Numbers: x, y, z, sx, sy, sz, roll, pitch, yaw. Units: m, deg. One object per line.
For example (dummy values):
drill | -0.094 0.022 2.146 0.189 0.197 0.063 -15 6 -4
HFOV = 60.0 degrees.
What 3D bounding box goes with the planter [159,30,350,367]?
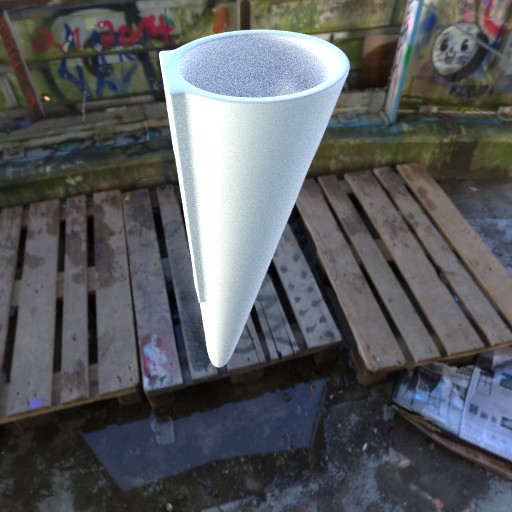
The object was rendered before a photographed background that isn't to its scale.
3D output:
planter | 0.000 0.000 0.221 0.064 0.193 0.057 -10 48 -9
